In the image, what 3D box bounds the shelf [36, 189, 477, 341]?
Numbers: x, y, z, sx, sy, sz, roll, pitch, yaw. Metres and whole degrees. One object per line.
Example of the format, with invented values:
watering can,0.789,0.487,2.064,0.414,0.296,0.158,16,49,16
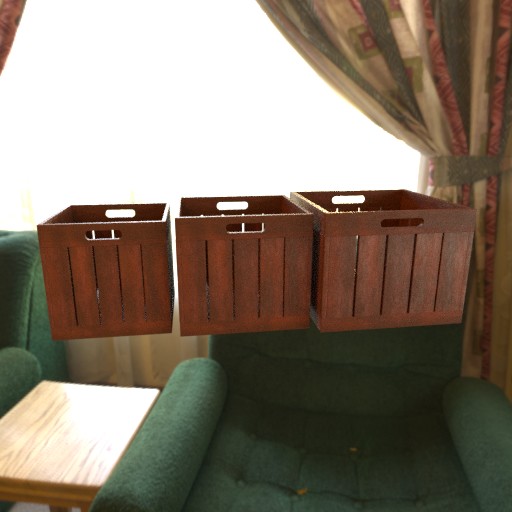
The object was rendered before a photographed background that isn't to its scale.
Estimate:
shelf,0.000,0.000,1.267,1.064,0.311,0.393,-2,16,-8
